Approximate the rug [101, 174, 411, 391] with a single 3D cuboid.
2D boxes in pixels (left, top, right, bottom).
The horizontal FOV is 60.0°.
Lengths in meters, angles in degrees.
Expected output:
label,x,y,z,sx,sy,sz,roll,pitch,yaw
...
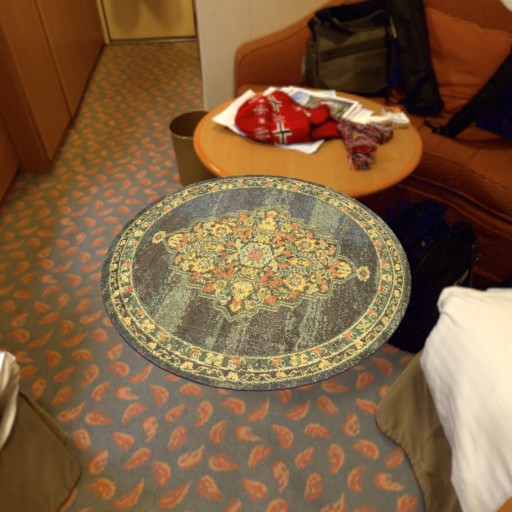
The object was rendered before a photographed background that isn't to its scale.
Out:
label,x,y,z,sx,sy,sz,roll,pitch,yaw
rug,0.000,0.000,3.517,2.386,0.014,2.386,0,42,0
